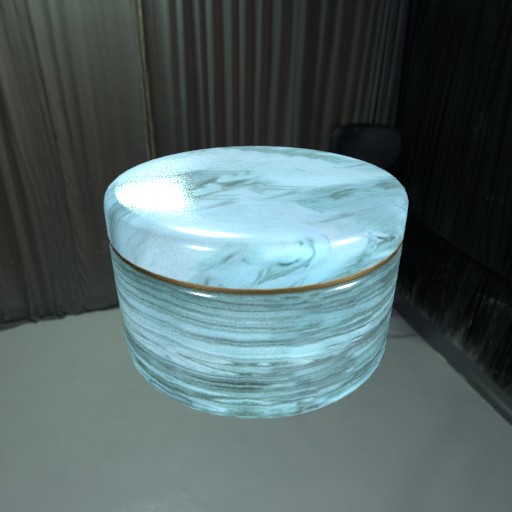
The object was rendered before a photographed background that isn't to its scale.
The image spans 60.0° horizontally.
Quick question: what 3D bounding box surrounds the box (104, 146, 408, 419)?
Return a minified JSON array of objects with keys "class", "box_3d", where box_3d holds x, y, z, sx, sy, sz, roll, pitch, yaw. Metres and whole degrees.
[{"class":"box","box_3d":[0.000,0.000,0.165,0.101,0.063,0.101,0,27,0]}]
